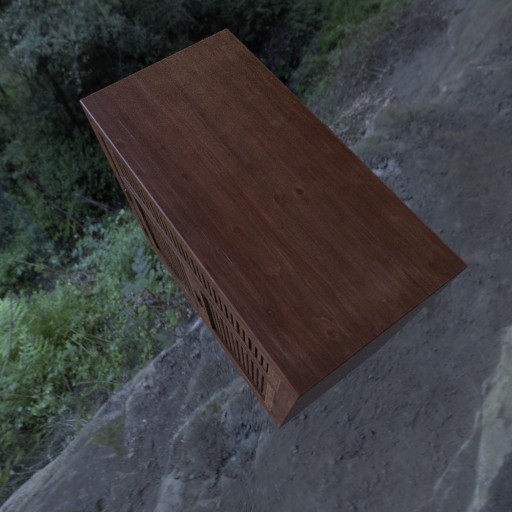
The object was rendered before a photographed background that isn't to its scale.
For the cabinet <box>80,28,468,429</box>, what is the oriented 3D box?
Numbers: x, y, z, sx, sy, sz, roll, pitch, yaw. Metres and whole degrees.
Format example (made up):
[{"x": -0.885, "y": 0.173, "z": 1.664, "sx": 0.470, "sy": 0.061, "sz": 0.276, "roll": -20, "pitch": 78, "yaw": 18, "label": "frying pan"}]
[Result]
[{"x": 0.000, "y": 0.000, "z": 1.265, "sx": 0.412, "sy": 0.785, "sz": 0.796, "roll": -33, "pitch": 69, "yaw": -14, "label": "cabinet"}]
